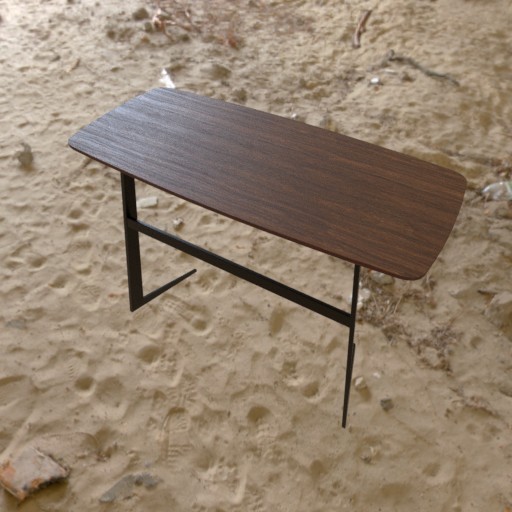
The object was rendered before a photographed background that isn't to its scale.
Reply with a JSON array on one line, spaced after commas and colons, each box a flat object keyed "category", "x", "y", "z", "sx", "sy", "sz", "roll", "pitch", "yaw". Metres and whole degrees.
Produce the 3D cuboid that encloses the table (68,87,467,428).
[{"category": "table", "x": 0.000, "y": 0.000, "z": 1.119, "sx": 0.804, "sy": 0.576, "sz": 0.361, "roll": 23, "pitch": 50, "yaw": 21}]
